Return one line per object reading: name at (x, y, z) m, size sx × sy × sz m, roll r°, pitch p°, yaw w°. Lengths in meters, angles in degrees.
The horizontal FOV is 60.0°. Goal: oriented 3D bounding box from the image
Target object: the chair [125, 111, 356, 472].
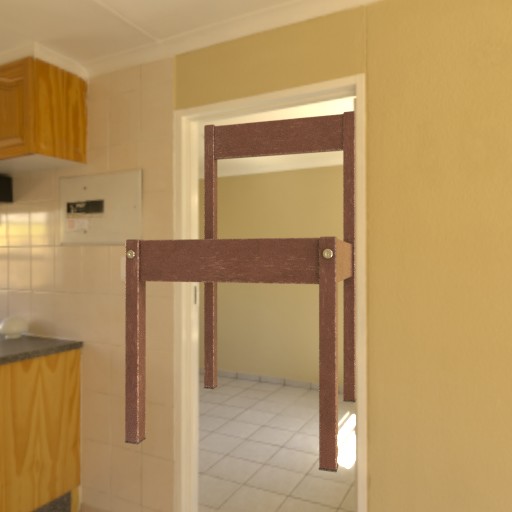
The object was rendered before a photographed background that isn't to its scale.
chair at (0.000, 0.000, 0.692) m, size 0.285 × 0.505 × 0.285 m, roll 0°, pitch 0°, yaw 17°
